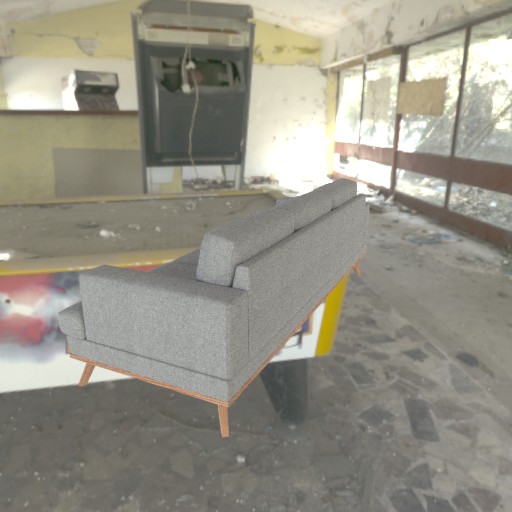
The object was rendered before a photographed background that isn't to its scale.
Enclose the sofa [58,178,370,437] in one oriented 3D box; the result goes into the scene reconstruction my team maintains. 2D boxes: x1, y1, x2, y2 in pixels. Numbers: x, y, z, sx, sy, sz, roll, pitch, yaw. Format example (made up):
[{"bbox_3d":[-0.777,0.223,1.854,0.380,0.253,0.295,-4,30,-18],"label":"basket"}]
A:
[{"bbox_3d":[0.000,0.000,2.818,0.920,0.810,2.310,8,19,25],"label":"sofa"}]
